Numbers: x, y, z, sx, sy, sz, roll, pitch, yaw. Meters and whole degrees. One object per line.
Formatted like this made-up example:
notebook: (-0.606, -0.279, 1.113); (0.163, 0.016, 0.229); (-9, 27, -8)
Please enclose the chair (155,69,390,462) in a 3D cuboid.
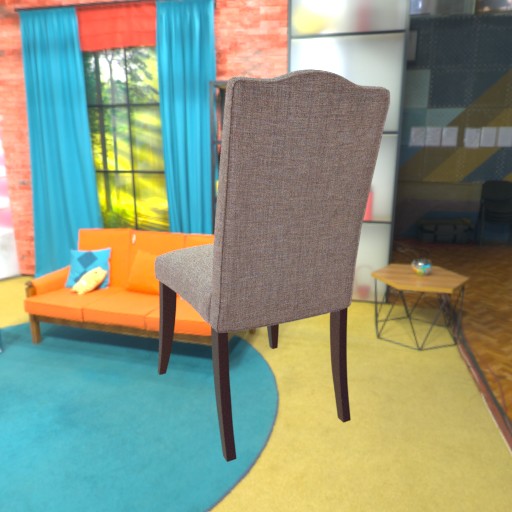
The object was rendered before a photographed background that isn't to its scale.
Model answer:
chair: (0.000, 0.000, 1.400); (0.513, 1.016, 0.660); (-7, 16, -26)
